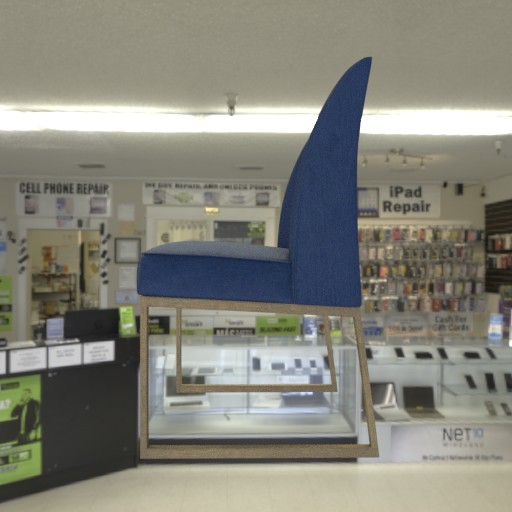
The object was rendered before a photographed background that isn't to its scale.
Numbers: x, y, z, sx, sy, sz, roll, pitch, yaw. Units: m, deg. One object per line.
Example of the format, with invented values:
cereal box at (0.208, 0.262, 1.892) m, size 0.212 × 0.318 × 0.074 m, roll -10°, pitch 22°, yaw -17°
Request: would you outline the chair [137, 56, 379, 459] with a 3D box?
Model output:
chair at (0.000, 0.000, 1.181) m, size 0.522 × 0.863 × 0.508 m, roll 0°, pitch 0°, yaw -1°
